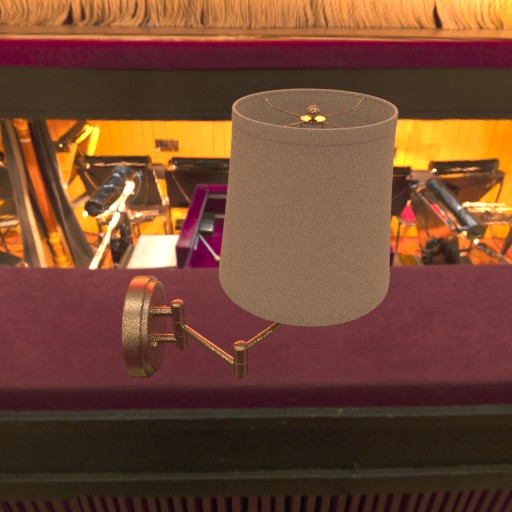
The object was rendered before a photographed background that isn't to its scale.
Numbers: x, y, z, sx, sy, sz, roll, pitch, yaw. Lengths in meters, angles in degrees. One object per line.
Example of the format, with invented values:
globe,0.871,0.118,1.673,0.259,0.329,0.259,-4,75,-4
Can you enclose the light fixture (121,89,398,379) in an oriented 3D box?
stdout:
light fixture,0.000,0.000,0.578,0.348,0.381,0.223,0,32,0
